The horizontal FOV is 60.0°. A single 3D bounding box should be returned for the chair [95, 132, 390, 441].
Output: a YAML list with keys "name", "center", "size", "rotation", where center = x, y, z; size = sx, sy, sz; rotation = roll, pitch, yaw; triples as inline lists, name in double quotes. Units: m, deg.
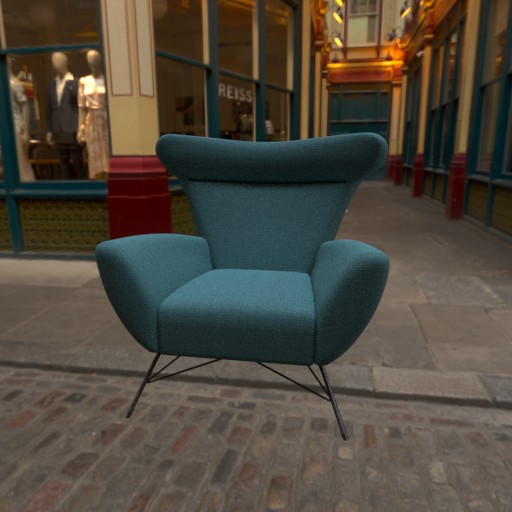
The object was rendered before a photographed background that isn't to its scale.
- name: "chair"
  center: [0.000, 0.000, 1.802]
  size: [1.050, 0.980, 0.900]
  rotation: [2, 14, 9]
